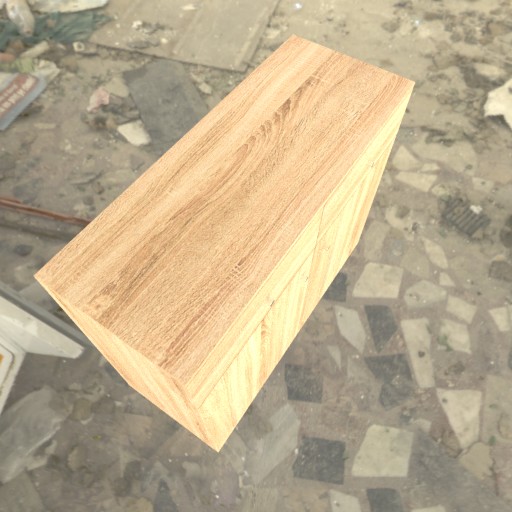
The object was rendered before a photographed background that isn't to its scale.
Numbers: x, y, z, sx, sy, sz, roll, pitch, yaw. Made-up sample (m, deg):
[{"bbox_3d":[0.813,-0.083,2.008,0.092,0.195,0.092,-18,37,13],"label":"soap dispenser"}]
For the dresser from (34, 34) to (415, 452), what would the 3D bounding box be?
[{"bbox_3d":[0.000,0.000,1.540,0.450,0.900,1.100,30,63,17],"label":"dresser"}]
